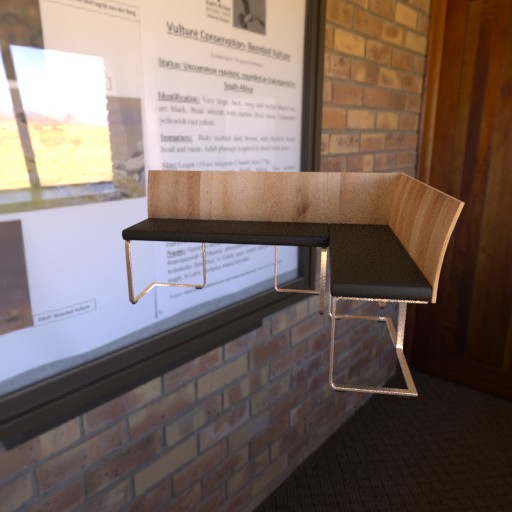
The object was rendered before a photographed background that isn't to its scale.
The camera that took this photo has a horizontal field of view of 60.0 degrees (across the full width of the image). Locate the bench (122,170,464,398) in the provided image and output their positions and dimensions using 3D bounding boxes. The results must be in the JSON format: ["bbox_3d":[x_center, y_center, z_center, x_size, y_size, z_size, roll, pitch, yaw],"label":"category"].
[{"bbox_3d":[0.000,0.000,2.779,1.945,0.930,1.495,2,15,8],"label":"bench"}]
